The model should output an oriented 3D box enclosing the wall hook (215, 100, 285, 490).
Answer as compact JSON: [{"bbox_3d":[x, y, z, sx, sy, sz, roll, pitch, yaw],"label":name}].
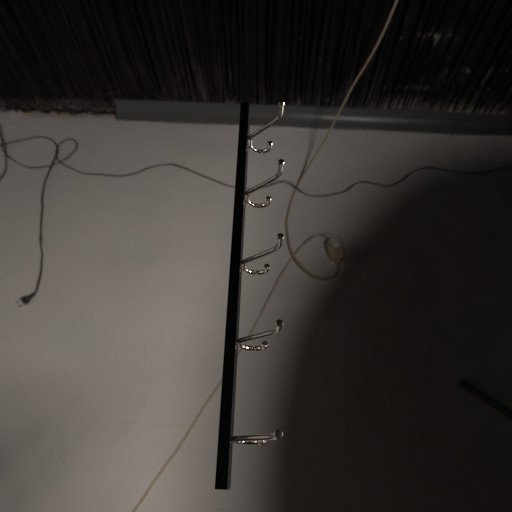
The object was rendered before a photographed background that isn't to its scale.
[{"bbox_3d":[0.000,0.000,0.611,0.071,0.117,0.571,2,63,1],"label":"wall hook"}]
